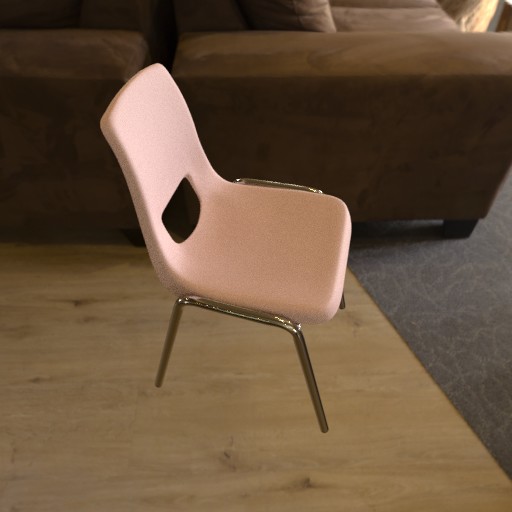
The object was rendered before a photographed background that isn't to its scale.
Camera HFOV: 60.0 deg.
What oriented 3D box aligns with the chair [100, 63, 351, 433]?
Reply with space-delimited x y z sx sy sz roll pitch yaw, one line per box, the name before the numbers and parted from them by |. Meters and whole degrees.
chair | 0.000 0.000 0.927 0.436 0.704 0.381 10 48 9
